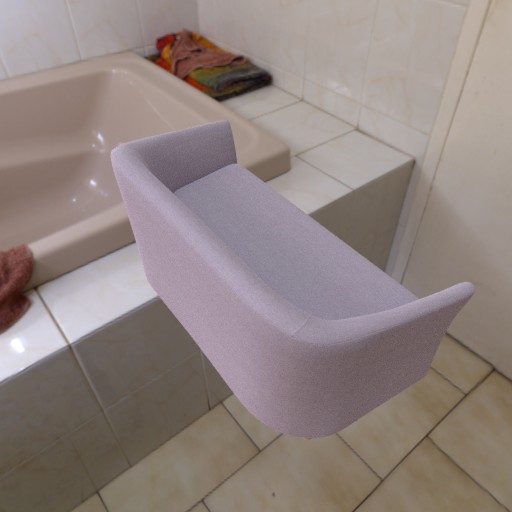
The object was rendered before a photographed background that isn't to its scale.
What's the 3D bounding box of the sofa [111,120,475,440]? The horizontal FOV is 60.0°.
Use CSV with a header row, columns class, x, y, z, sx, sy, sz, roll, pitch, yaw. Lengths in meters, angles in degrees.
class,x,y,z,sx,sy,sz,roll,pitch,yaw
sofa,0.000,0.000,1.838,0.705,0.721,1.452,-27,50,-26
